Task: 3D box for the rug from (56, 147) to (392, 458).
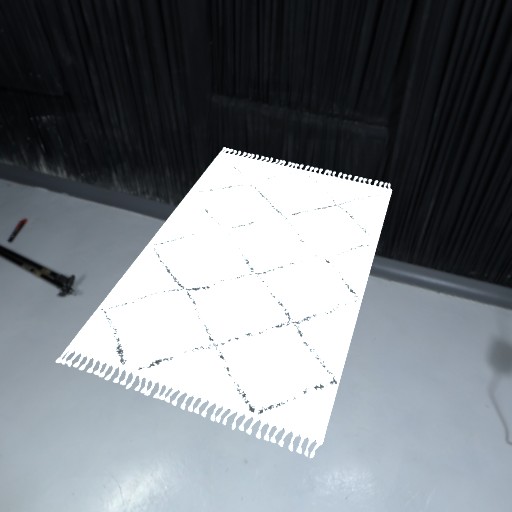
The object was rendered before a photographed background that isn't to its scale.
[{"bbox_3d":[0.000,0.000,3.007,1.494,0.031,2.307,15,48,14],"label":"rug"}]
